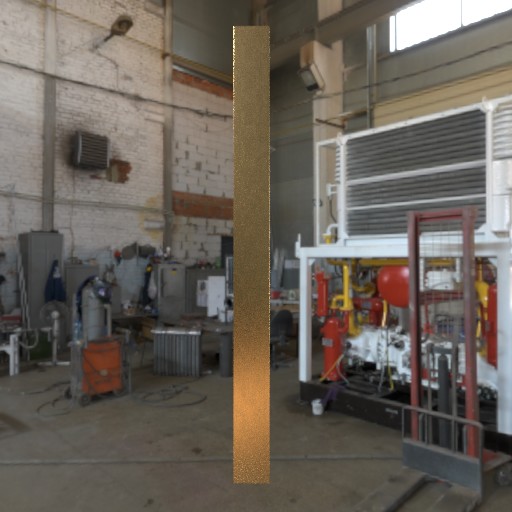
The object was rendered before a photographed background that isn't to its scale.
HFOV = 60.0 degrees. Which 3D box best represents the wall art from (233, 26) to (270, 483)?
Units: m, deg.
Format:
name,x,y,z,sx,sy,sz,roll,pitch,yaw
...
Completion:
name,x,y,z,sx,sy,sz,roll,pitch,yaw
wall art,0.000,0.000,0.747,0.040,0.509,0.509,0,-1,1
